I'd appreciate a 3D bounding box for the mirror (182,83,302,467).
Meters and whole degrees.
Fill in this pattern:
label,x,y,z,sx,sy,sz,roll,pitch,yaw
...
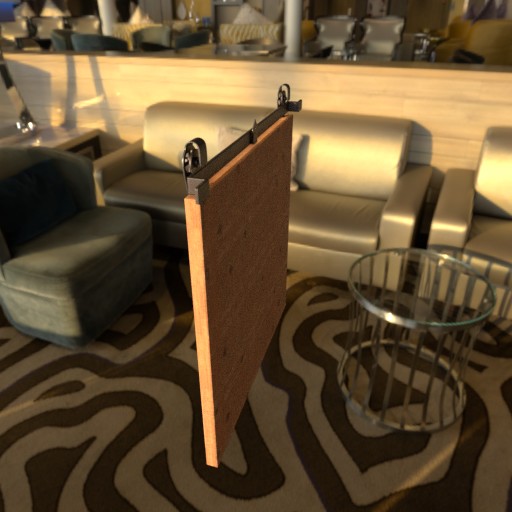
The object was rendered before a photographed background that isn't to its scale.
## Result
label,x,y,z,sx,sy,sz,roll,pitch,yaw
mirror,0.000,0.000,1.210,0.054,0.800,0.805,8,30,15
